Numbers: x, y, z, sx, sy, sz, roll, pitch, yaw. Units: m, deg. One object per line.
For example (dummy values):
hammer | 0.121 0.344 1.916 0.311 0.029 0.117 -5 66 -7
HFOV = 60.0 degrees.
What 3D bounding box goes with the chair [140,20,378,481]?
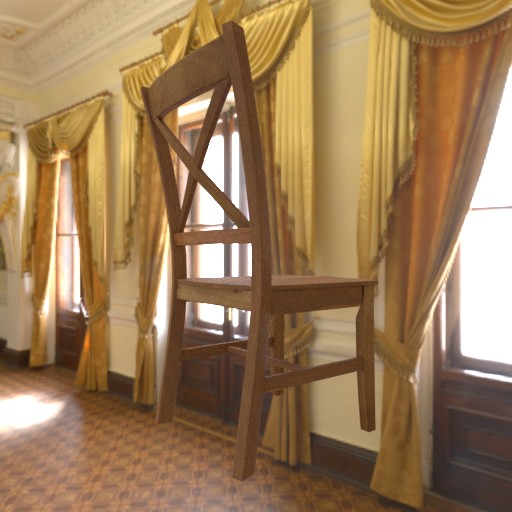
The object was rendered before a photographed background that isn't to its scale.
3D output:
chair | 0.000 0.000 1.265 0.542 0.983 0.485 0 0 -37
